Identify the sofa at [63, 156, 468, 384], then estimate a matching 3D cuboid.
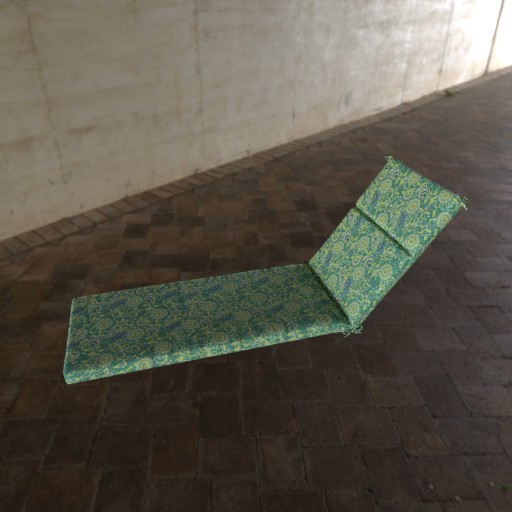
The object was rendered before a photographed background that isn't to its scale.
[{"bbox_3d":[0.000,0.000,1.952,1.663,0.622,0.582,-8,31,-14],"label":"sofa"}]
